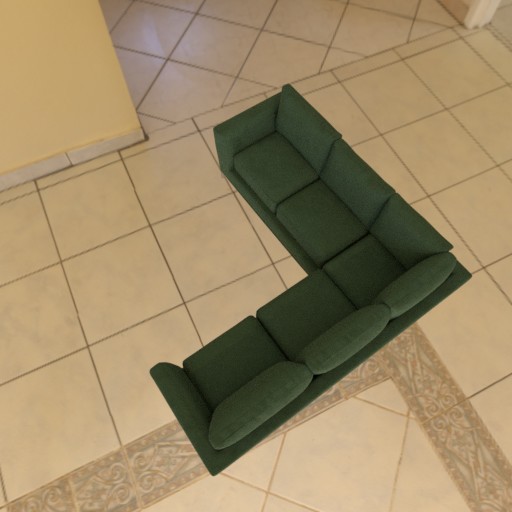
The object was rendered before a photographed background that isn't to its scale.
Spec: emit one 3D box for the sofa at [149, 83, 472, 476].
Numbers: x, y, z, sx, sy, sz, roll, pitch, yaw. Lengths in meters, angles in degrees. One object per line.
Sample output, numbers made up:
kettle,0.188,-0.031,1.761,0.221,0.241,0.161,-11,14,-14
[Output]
sofa,0.000,0.000,3.826,2.452,1.004,2.468,-33,68,-15
